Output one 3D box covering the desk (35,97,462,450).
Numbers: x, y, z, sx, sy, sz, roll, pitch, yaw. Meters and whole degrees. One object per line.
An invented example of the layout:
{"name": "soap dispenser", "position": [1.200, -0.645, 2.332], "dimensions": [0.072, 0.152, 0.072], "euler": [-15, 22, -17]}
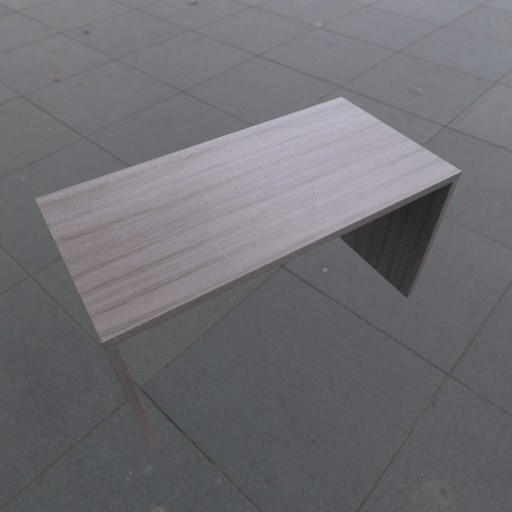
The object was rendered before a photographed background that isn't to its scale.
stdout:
{"name": "desk", "position": [0.000, 0.000, 1.862], "dimensions": [1.380, 0.745, 0.690], "euler": [-25, 51, -22]}
